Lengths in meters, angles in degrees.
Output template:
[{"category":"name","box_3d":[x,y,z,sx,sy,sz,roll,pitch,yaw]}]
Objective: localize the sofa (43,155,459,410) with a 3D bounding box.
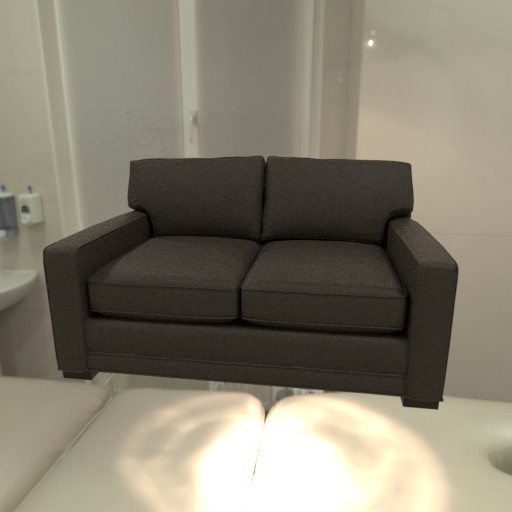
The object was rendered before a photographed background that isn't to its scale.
[{"category":"sofa","box_3d":[0.000,0.000,2.075,1.534,0.887,0.974,2,16,8]}]
